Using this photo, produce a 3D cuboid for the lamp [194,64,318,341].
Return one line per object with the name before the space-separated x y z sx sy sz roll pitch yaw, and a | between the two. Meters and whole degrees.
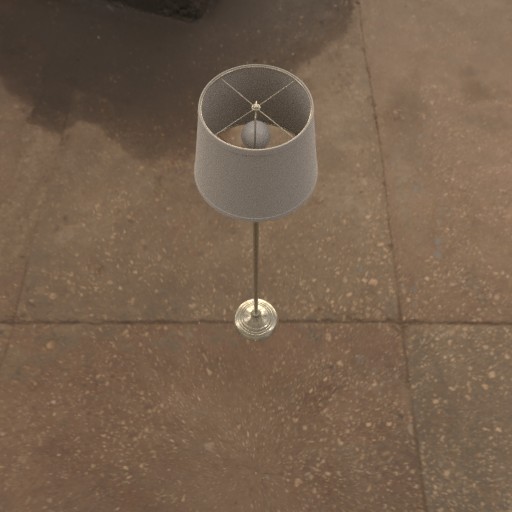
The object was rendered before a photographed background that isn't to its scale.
lamp | 0.000 0.000 1.648 0.327 1.506 0.327 2 64 1
